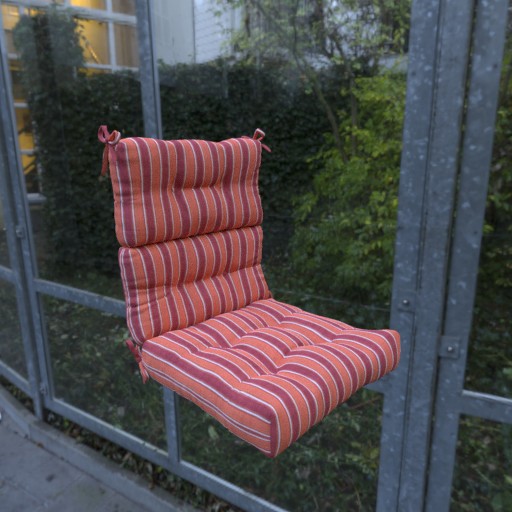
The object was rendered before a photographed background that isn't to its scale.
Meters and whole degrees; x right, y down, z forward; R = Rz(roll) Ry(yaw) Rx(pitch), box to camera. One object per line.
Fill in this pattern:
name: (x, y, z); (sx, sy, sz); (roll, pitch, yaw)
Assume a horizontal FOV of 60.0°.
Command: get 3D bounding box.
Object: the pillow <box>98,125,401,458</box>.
pillow: (0.000, 0.000, 1.060); (0.571, 0.605, 0.519); (14, 20, 43)
